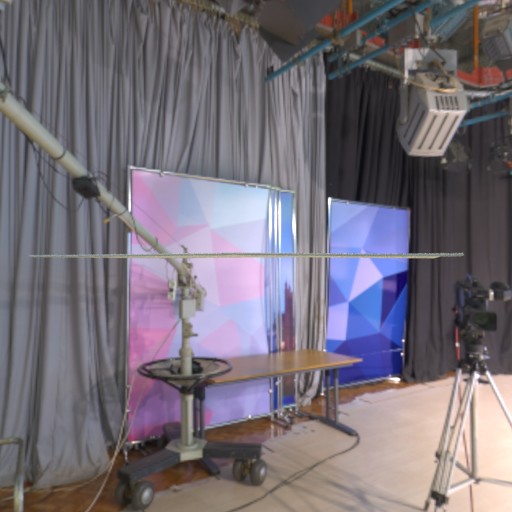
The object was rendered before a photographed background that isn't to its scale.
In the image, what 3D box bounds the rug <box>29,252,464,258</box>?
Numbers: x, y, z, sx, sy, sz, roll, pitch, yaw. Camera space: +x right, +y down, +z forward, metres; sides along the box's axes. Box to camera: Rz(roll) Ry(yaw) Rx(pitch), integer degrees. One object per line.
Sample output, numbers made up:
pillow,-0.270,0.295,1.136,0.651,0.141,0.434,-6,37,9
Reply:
rug,0.000,0.000,2.332,1.853,0.022,1.174,0,-1,18
